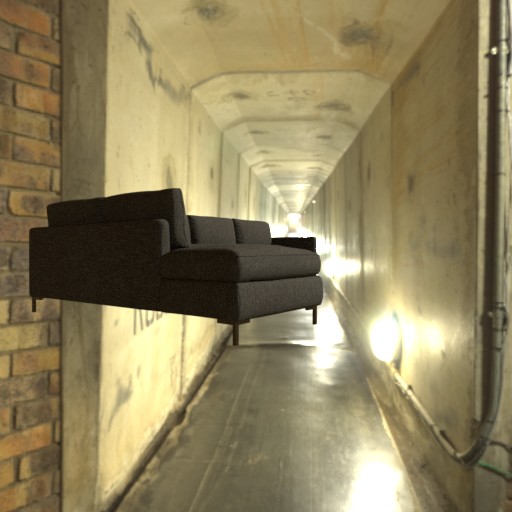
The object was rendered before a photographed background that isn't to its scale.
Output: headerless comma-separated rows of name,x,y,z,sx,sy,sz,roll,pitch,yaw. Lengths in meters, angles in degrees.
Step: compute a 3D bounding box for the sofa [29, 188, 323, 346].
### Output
sofa,0.000,0.000,3.792,2.007,0.815,2.949,0,1,37
